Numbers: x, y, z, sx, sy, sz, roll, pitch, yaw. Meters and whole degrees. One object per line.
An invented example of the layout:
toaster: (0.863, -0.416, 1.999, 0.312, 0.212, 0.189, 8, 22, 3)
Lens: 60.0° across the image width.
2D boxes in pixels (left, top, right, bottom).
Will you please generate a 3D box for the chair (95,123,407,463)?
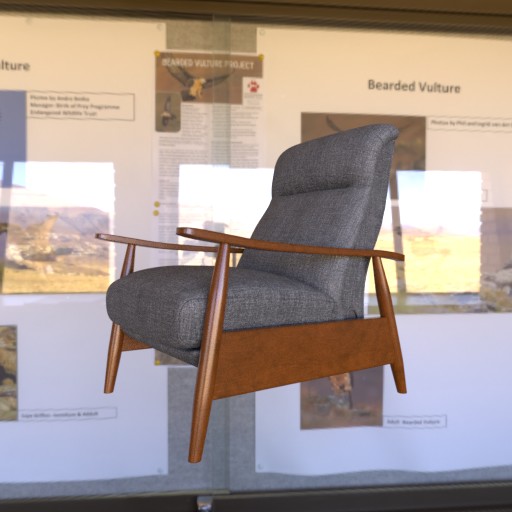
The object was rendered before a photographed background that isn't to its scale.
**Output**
chair: (0.000, 0.000, 1.751, 1.030, 1.082, 0.762, -1, 2, -37)
